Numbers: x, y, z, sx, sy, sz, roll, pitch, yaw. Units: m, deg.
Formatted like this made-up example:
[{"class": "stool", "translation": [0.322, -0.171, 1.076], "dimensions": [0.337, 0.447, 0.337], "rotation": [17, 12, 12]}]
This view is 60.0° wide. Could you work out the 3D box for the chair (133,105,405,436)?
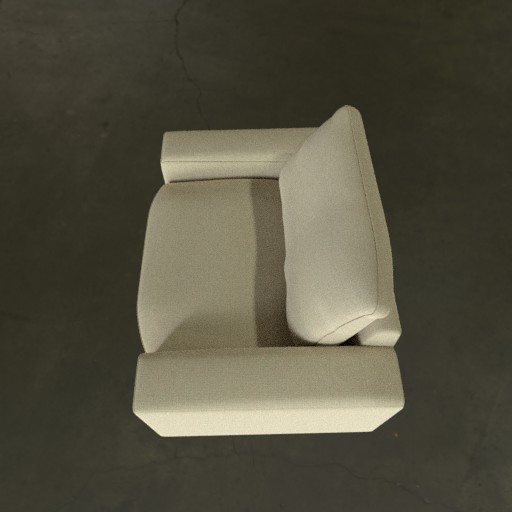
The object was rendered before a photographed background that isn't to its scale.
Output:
[{"class": "chair", "translation": [0.000, 0.000, 2.015], "dimensions": [1.039, 0.915, 1.398], "rotation": [-1, 60, -1]}]
